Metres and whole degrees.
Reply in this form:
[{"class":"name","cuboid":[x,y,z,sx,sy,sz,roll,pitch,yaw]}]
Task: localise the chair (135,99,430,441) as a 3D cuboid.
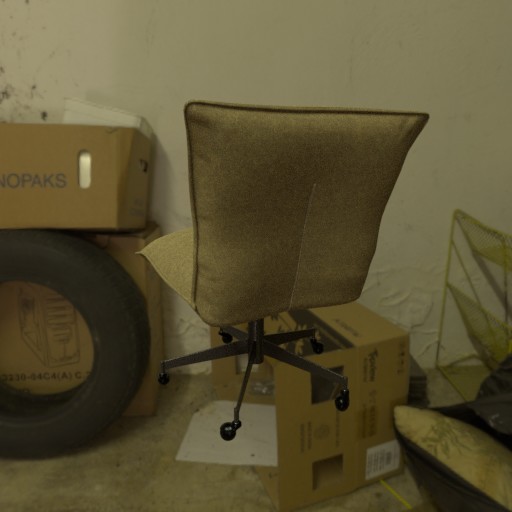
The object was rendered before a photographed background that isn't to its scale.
[{"class":"chair","cuboid":[0.000,0.000,1.309,0.597,0.811,0.696,-7,17,-24]}]
